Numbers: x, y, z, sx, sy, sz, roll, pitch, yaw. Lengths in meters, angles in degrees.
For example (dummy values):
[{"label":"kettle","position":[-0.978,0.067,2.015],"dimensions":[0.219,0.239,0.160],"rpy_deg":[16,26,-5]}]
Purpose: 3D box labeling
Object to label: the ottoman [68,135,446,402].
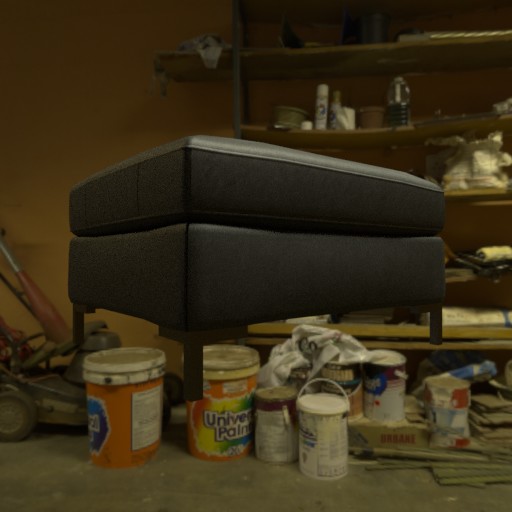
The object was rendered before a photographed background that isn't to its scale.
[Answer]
[{"label":"ottoman","position":[0.000,0.000,1.762],"dimensions":[1.187,0.696,0.967],"rpy_deg":[0,0,-38]}]
